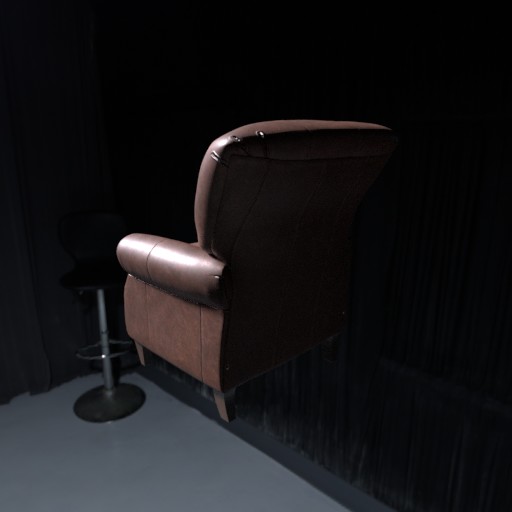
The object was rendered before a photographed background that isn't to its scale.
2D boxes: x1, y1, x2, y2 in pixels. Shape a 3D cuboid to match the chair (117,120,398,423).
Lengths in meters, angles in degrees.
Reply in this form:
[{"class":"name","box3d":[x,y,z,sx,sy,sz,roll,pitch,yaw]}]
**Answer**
[{"class":"chair","box3d":[0.000,0.000,2.014,0.979,1.162,1.031,-15,21,-43]}]
